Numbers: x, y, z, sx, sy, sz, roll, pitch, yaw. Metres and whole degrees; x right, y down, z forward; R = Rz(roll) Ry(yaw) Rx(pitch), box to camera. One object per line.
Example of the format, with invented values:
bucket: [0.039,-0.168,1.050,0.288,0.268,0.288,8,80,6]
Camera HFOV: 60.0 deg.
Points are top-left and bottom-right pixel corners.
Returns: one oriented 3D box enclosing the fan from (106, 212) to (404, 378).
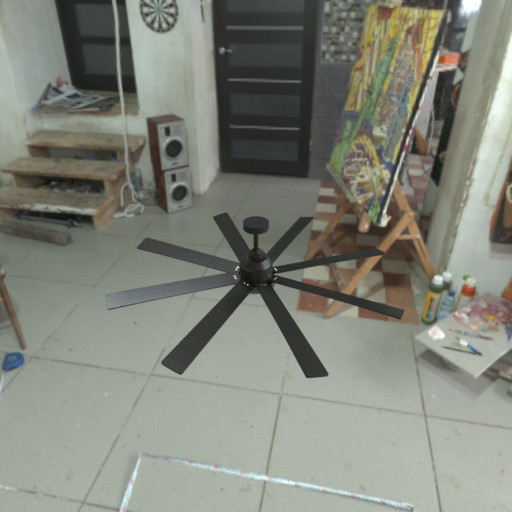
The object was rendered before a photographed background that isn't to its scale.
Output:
fan: [0.000,0.000,2.748,1.830,0.472,1.830,-10,32,-16]
